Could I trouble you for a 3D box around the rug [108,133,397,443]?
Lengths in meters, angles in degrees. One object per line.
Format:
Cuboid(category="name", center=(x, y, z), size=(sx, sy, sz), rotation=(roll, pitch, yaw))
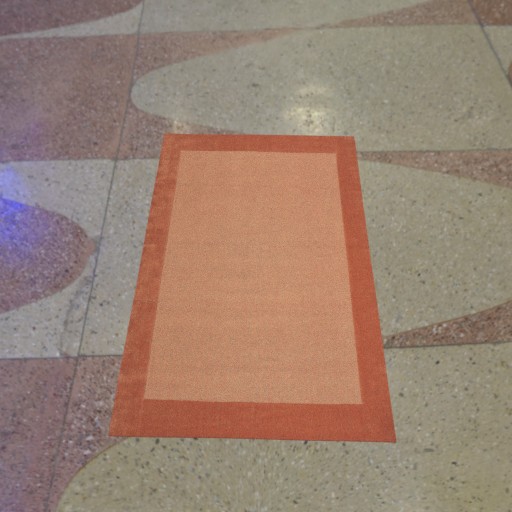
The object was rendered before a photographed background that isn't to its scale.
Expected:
Cuboid(category="rug", center=(0.000, 0.000, 2.357), size=(1.219, 0.014, 1.829), rotation=(1, 58, 1))
